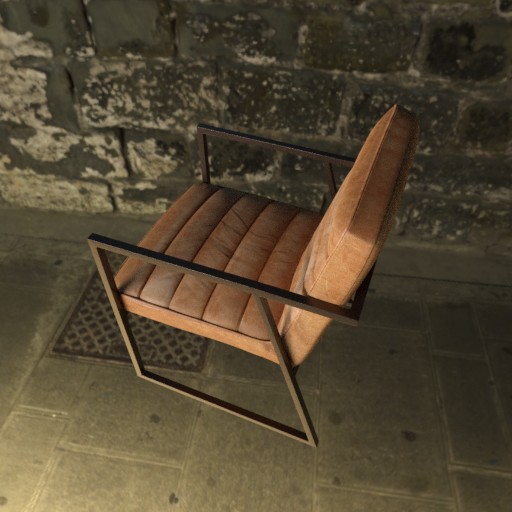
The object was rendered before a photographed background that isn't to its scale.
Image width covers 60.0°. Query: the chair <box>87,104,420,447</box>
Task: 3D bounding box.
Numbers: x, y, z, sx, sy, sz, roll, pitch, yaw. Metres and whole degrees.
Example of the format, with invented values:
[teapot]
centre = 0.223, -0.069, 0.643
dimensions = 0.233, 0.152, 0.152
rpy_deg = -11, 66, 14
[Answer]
[chair]
centre = 0.000, 0.000, 1.265
dimensions = 0.677, 0.832, 0.571
rpy_deg = 17, 48, 15
